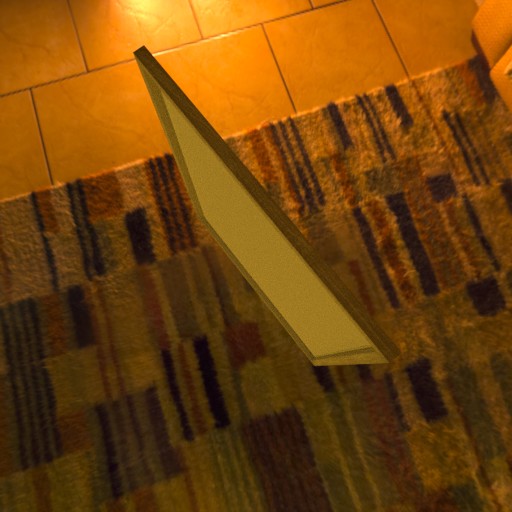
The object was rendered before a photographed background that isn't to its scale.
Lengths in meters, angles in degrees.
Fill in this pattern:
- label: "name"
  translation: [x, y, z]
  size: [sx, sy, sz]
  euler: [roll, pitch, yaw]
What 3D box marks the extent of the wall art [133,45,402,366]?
- label: "wall art"
  translation: [0.000, 0.000, 1.325]
  size: [0.035, 1.022, 0.781]
  euler: [-37, 79, -9]
